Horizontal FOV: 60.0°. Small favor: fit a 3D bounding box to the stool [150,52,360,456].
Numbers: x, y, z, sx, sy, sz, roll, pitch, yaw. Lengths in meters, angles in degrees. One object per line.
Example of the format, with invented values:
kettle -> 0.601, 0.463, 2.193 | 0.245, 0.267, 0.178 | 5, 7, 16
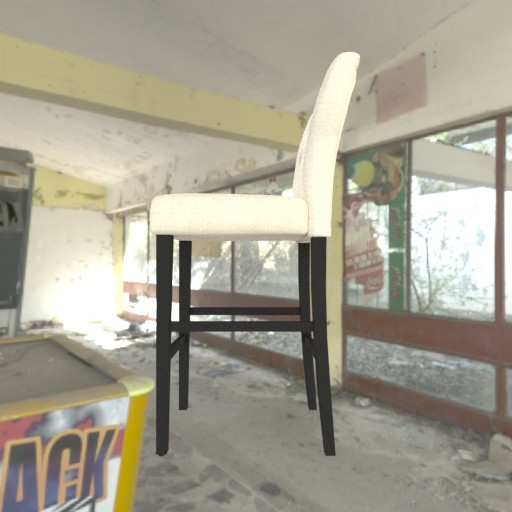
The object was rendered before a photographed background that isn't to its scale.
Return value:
stool -> 0.000, 0.000, 1.445 | 0.603, 1.124, 0.516 | 0, -1, 0
